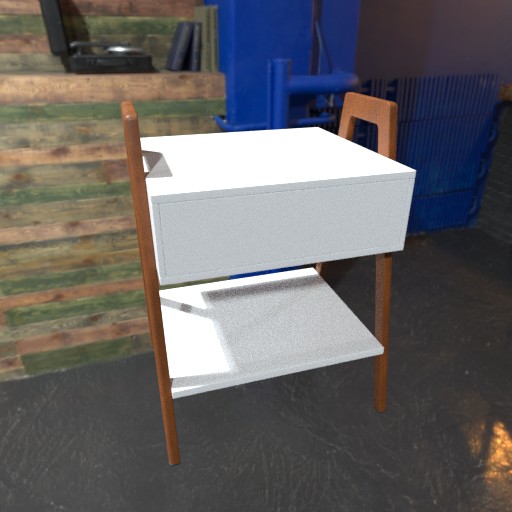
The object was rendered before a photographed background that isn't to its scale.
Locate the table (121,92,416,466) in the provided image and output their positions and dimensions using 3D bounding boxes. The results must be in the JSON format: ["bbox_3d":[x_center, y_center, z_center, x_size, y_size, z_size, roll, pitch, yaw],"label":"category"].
[{"bbox_3d":[0.000,0.000,0.913,0.457,0.610,0.405,-8,28,-15],"label":"table"}]
